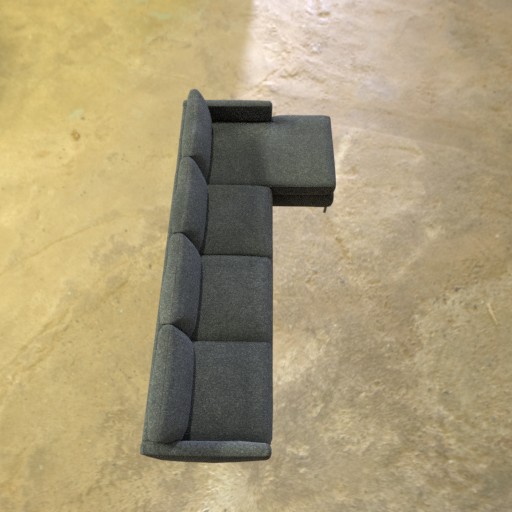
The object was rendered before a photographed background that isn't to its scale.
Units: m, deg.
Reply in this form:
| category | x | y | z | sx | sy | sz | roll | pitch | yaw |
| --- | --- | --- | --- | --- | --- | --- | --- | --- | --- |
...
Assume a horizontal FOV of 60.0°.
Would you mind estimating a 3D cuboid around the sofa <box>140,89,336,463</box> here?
| category | x | y | z | sx | sy | sz | roll | pitch | yaw |
| --- | --- | --- | --- | --- | --- | --- | --- | --- | --- |
| sofa | 0.000 | 0.000 | 3.453 | 1.350 | 0.810 | 2.932 | 1 | 64 | 1 |
